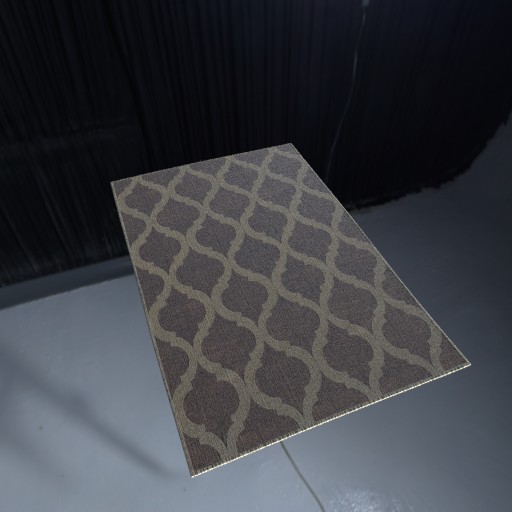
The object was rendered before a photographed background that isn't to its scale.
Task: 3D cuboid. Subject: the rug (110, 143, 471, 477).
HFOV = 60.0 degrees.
[{"bbox_3d":[0.000,0.000,2.856,1.522,0.008,2.284,-16,48,-15],"label":"rug"}]
